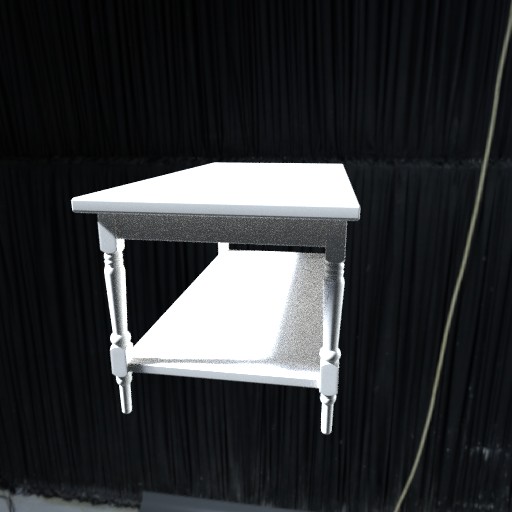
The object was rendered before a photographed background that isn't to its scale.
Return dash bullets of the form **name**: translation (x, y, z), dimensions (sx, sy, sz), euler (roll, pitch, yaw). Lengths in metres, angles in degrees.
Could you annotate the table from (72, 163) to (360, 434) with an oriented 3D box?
- **table**: translation (0.000, 0.000, 1.413), dimensions (0.550, 0.510, 1.107), euler (2, 16, 9)
